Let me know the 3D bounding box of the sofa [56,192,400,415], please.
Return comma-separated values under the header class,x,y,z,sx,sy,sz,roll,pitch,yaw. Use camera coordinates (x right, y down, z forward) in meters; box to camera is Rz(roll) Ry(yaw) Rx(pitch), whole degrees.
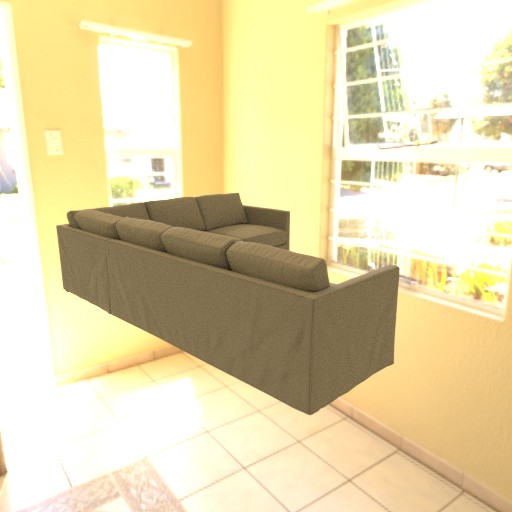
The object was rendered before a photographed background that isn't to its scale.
class,x,y,z,sx,sy,sz,roll,pitch,yaw
sofa,0.000,0.000,4.188,3.182,0.871,2.432,13,19,43
